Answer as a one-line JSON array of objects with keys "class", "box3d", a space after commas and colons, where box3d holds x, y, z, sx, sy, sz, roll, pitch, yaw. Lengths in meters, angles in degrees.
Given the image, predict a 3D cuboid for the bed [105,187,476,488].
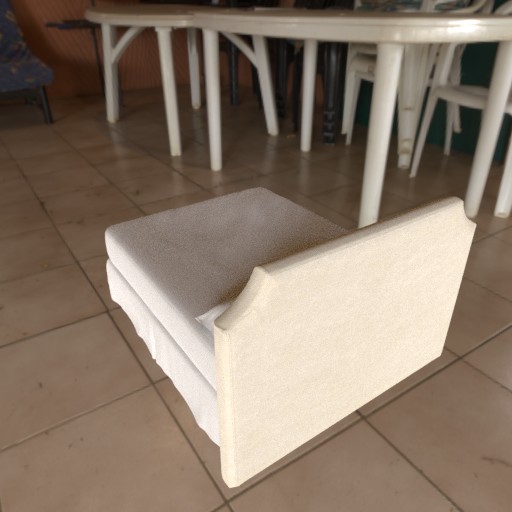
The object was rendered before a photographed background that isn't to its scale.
[{"class": "bed", "box3d": [0.000, 0.000, 3.231, 1.828, 1.297, 2.164, -19, 35, -30]}]
